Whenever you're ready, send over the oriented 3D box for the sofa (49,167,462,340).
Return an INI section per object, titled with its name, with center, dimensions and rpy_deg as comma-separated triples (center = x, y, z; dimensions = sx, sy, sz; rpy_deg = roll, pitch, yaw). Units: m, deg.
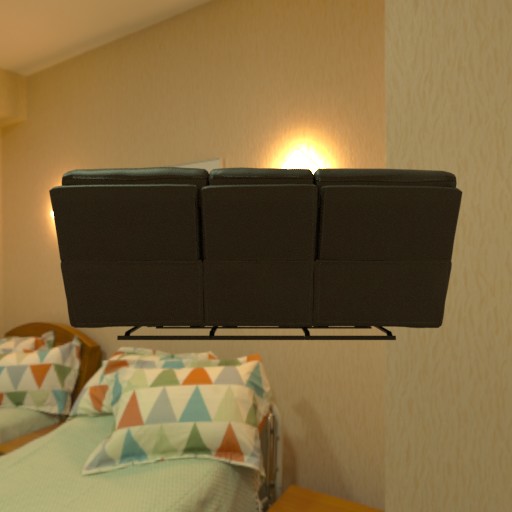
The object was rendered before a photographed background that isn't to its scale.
[sofa]
center = 0.000, 0.000, 3.227
dimensions = 2.627, 1.134, 1.104
rpy_deg = 0, 0, 0
